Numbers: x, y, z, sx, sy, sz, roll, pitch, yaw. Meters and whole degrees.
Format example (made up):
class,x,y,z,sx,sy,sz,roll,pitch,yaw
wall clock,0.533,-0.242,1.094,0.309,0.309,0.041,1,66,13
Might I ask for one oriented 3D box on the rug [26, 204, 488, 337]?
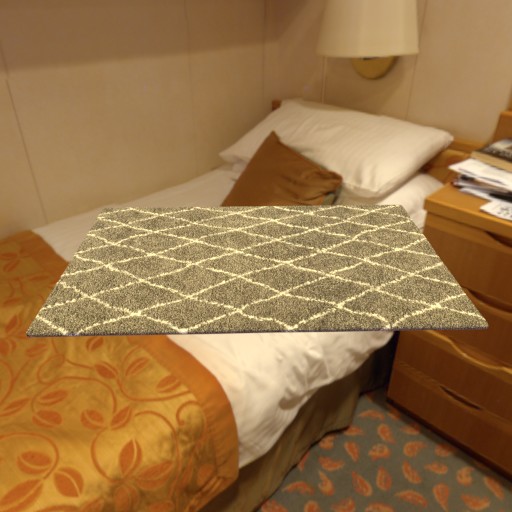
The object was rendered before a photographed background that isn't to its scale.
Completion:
class,x,y,z,sx,sy,sz,roll,pitch,yaw
rug,0.000,0.000,2.971,2.438,0.030,1.524,-1,31,-1
